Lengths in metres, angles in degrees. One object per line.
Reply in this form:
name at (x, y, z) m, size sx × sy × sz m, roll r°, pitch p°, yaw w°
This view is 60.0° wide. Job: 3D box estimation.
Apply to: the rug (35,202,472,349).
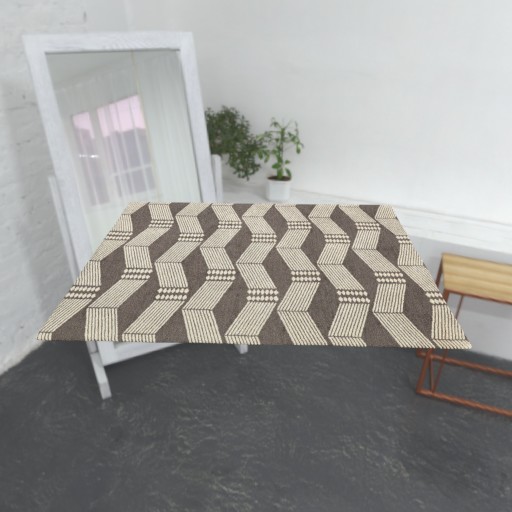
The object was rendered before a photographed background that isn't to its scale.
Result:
rug at (0.000, 0.000, 4.124) m, size 3.048 × 0.016 × 2.438 m, roll 1°, pitch 30°, yaw 2°
